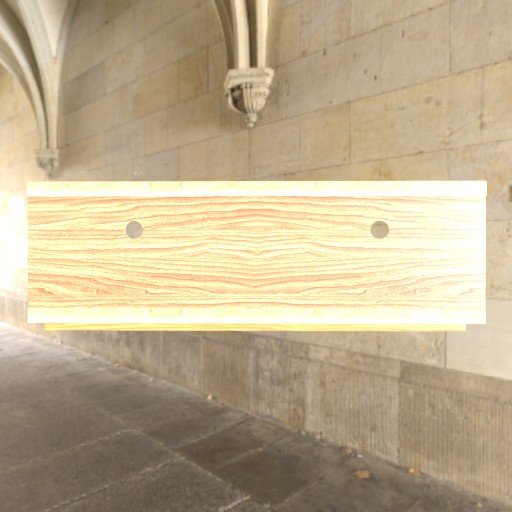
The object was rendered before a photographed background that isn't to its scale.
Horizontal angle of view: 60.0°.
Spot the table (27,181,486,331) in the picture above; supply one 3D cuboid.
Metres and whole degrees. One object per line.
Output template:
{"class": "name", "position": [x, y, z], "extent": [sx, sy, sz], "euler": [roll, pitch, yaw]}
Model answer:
{"class": "table", "position": [0.000, 0.000, 1.694], "extent": [1.499, 0.491, 0.499], "euler": [0, 0, 1]}
